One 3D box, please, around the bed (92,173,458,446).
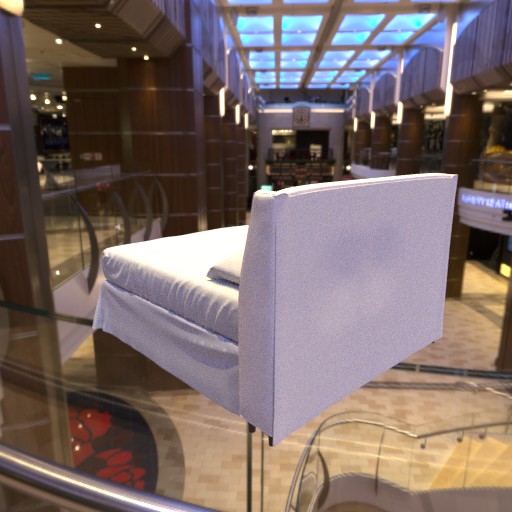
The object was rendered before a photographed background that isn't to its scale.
[{"bbox_3d":[0.000,0.000,3.510,1.925,1.332,2.276,-13,19,-42],"label":"bed"}]
